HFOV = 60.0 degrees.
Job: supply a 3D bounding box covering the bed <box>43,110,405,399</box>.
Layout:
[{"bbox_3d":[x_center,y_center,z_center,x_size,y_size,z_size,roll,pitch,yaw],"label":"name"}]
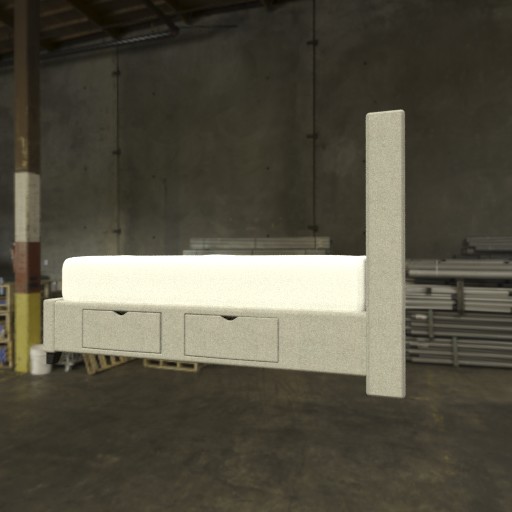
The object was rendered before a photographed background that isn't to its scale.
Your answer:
[{"bbox_3d":[0.000,0.000,3.592,2.280,1.470,2.140,0,0,18],"label":"bed"}]
